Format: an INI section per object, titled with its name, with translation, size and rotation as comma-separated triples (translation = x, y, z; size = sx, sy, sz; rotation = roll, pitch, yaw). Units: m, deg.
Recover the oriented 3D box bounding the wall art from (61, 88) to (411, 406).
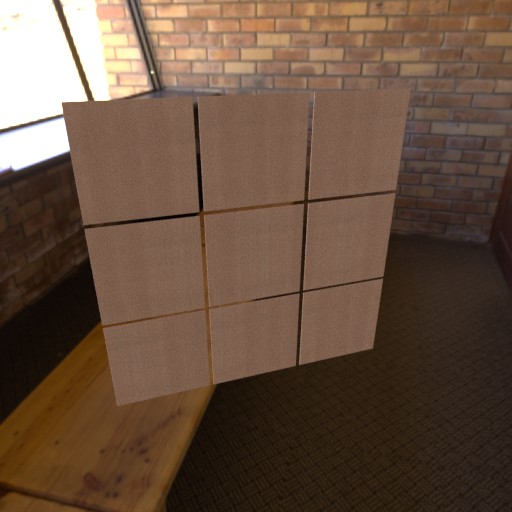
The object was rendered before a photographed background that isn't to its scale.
[wall art]
translation = 0.000, 0.000, 2.184
size = 1.517, 1.505, 0.002
rotation = -8, 28, -16
